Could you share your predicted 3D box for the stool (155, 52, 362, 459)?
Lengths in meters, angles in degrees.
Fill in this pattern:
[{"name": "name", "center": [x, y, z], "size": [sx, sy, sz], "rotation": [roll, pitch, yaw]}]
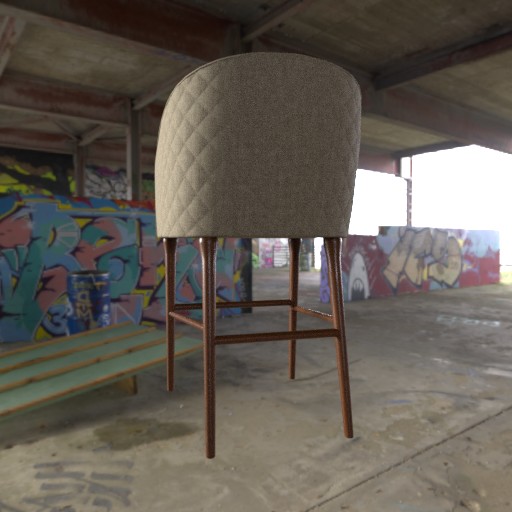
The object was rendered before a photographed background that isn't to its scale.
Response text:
[{"name": "stool", "center": [0.000, 0.000, 1.334], "size": [0.559, 0.952, 0.635], "rotation": [-1, 2, -17]}]
